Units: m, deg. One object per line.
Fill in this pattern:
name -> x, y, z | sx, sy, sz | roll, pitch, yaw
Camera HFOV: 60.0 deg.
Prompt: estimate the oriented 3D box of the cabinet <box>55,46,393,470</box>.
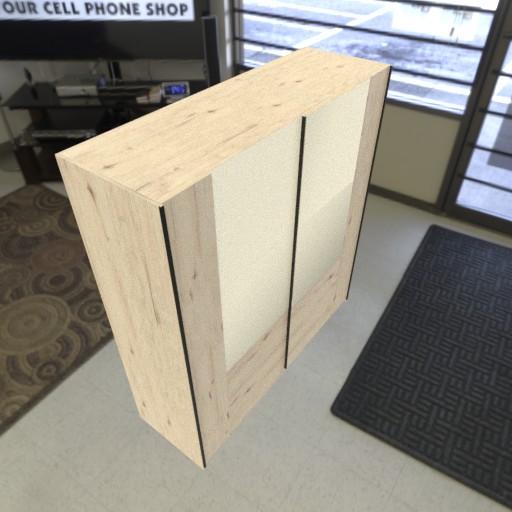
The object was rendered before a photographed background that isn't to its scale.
cabinet -> 0.000, 0.000, 3.077 | 0.660, 2.180, 2.000 | 27, 47, 27
